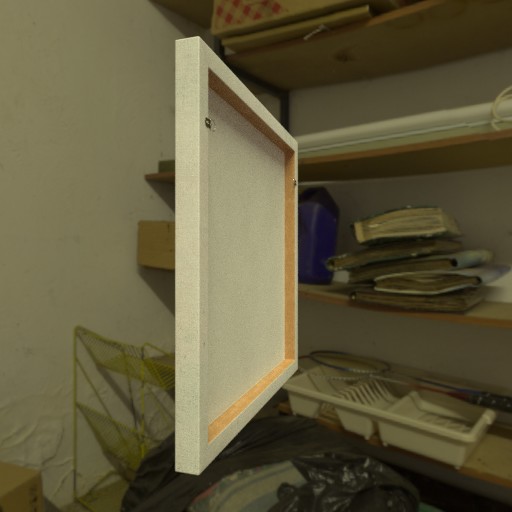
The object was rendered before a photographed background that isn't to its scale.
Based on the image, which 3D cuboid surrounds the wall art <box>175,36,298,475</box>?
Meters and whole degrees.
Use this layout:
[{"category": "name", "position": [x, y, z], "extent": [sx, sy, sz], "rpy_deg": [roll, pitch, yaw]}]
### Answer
[{"category": "wall art", "position": [0.000, 0.000, 0.911], "extent": [0.040, 0.612, 0.612], "rpy_deg": [0, 0, 18]}]
